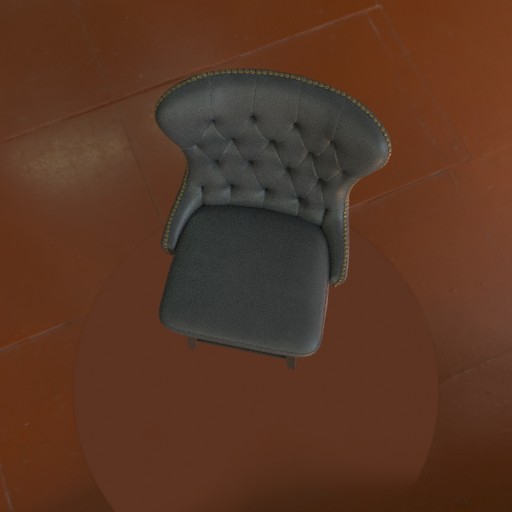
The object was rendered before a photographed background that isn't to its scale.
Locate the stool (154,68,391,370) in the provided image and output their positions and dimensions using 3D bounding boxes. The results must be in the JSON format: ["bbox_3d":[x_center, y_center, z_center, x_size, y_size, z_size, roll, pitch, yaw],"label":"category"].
[{"bbox_3d":[0.000,0.000,1.340,0.528,0.971,0.593,11,76,3],"label":"stool"}]
